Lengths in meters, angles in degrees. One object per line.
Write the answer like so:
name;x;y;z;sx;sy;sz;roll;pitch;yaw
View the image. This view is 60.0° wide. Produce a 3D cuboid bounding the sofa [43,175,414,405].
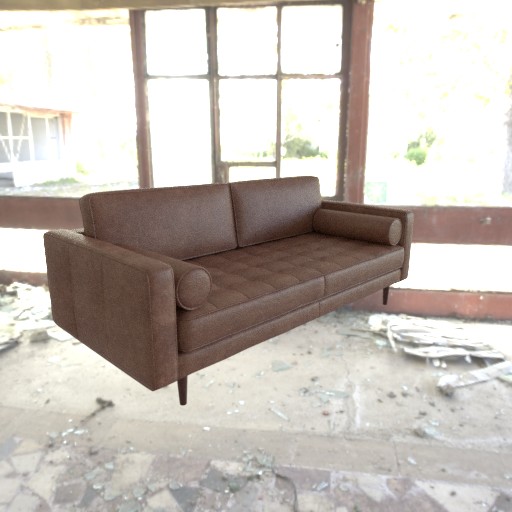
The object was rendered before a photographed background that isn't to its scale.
sofa;0.000;0.000;2.373;0.910;0.760;1.870;14;20;43
